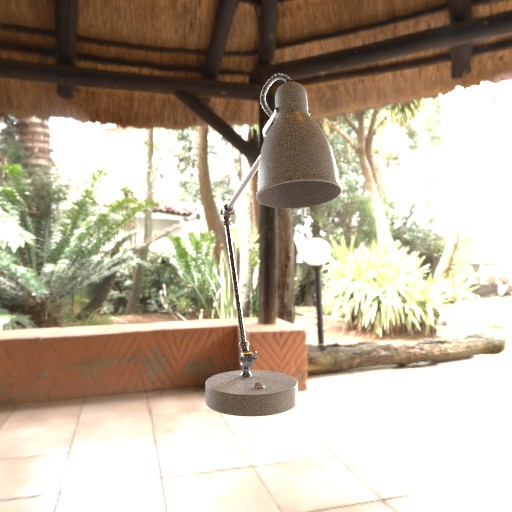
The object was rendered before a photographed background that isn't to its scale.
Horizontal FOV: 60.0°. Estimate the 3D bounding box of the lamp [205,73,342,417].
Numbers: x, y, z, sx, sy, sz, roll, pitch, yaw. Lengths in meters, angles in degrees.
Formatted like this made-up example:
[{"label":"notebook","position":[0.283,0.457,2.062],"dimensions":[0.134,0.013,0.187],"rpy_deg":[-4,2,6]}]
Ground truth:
[{"label":"lamp","position":[0.000,0.000,0.874],"dimensions":[0.187,0.587,0.561],"rpy_deg":[0,-1,-17]}]
